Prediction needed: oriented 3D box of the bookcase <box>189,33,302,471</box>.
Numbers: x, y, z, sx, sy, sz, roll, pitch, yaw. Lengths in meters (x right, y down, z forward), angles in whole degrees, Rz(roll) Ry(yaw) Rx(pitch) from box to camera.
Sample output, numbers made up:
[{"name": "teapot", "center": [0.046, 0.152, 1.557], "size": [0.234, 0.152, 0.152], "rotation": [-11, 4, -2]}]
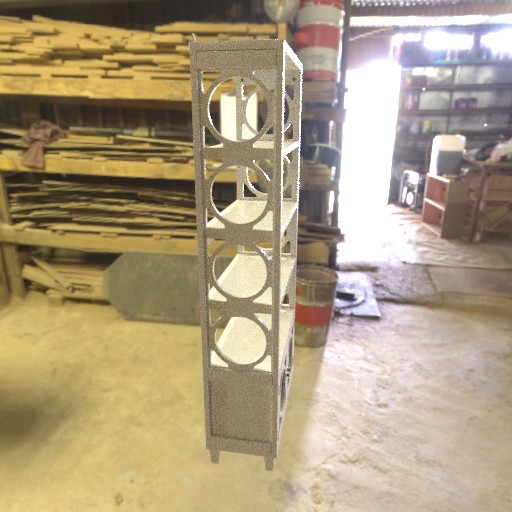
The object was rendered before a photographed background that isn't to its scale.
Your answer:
[{"name": "bookcase", "center": [0.000, 0.000, 2.146], "size": [0.361, 1.869, 0.761], "rotation": [3, 18, 10]}]
